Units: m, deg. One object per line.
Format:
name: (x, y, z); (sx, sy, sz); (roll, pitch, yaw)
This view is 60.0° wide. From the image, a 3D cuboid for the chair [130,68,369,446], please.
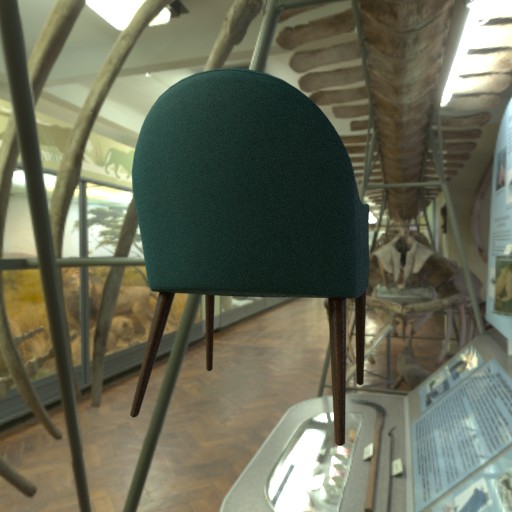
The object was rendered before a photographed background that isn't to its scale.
chair: (0.000, 0.000, 1.370); (0.656, 0.907, 0.652); (0, 1, 19)
